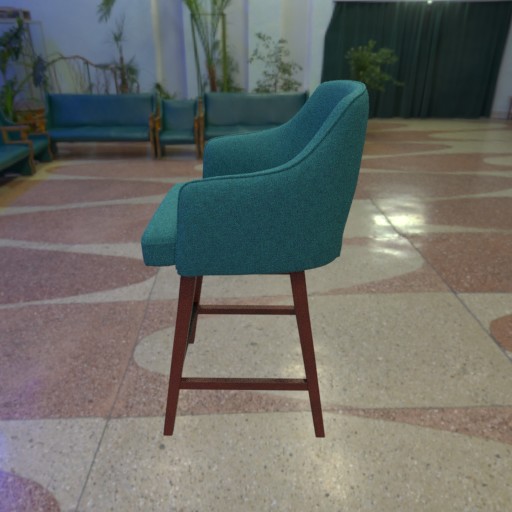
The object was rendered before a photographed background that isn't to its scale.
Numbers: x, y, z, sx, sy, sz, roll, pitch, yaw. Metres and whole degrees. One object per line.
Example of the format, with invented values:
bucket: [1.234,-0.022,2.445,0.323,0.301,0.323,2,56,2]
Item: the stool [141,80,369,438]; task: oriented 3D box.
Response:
stool: [0.000,0.000,1.314,0.556,0.961,0.548,0,26,1]
